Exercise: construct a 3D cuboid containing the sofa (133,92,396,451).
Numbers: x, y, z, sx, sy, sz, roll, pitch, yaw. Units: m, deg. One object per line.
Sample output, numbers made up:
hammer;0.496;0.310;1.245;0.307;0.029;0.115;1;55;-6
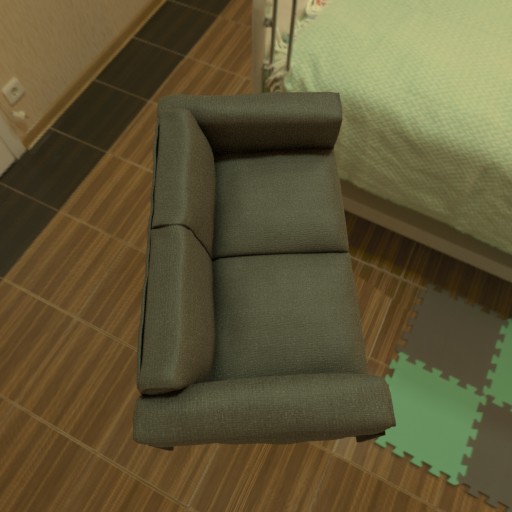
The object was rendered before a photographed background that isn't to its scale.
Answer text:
sofa;0.000;0.000;2.144;0.960;0.656;1.690;-2;64;-1
